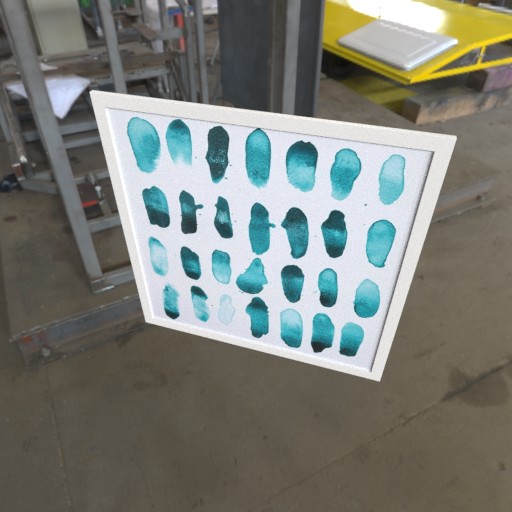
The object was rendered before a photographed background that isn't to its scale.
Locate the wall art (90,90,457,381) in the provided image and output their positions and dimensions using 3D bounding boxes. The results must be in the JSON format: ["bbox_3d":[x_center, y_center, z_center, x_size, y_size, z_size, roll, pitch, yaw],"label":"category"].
[{"bbox_3d":[0.000,0.000,0.834,0.558,0.559,0.009,12,42,13],"label":"wall art"}]
